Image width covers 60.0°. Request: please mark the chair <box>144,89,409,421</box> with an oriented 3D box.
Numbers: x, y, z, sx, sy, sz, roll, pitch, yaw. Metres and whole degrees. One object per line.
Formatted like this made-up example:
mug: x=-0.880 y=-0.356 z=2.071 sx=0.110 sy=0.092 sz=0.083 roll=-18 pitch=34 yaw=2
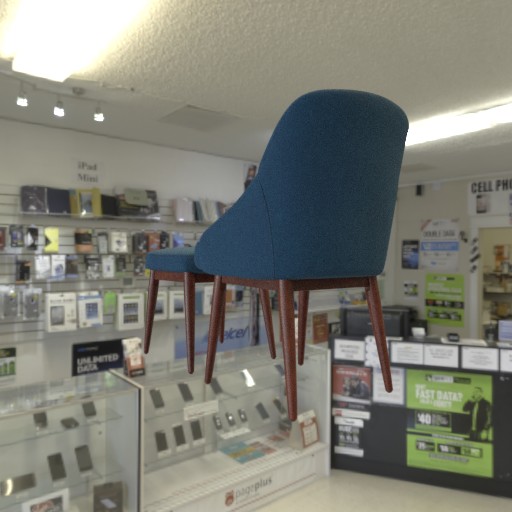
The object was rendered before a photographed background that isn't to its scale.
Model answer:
chair: x=0.000 y=0.000 z=1.631 sx=0.584 sy=0.866 sz=1.114 roll=0 pitch=0 yaw=-37
